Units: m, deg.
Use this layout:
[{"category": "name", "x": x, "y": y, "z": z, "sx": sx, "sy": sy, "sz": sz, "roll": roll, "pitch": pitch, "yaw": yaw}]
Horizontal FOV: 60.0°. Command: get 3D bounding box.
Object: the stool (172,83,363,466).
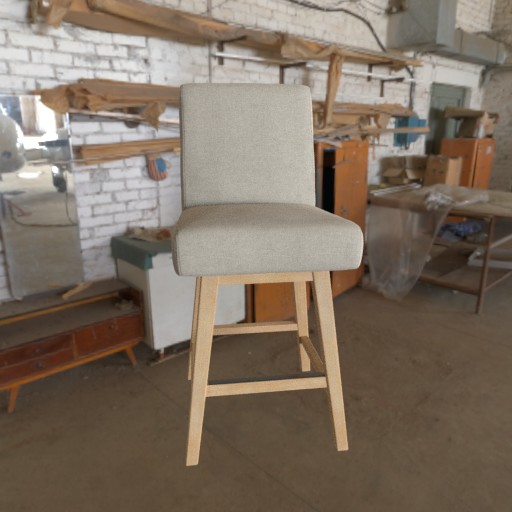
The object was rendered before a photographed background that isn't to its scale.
[{"category": "stool", "x": 0.000, "y": 0.000, "z": 1.423, "sx": 0.507, "sy": 1.085, "sz": 0.606, "roll": -2, "pitch": 16, "yaw": -7}]
